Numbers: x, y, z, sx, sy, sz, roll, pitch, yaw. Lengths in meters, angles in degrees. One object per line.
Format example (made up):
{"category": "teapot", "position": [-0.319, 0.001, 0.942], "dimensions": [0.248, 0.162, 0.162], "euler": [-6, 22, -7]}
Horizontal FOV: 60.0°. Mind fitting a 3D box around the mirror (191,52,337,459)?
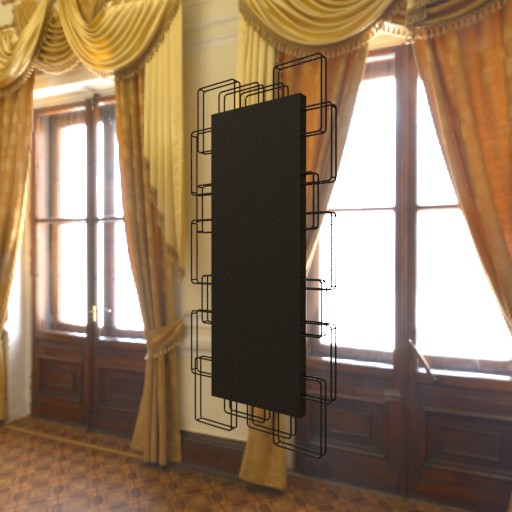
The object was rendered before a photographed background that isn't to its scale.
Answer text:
{"category": "mirror", "position": [0.000, 0.000, 1.453], "dimensions": [0.565, 1.192, 0.037], "euler": [0, 1, 36]}
